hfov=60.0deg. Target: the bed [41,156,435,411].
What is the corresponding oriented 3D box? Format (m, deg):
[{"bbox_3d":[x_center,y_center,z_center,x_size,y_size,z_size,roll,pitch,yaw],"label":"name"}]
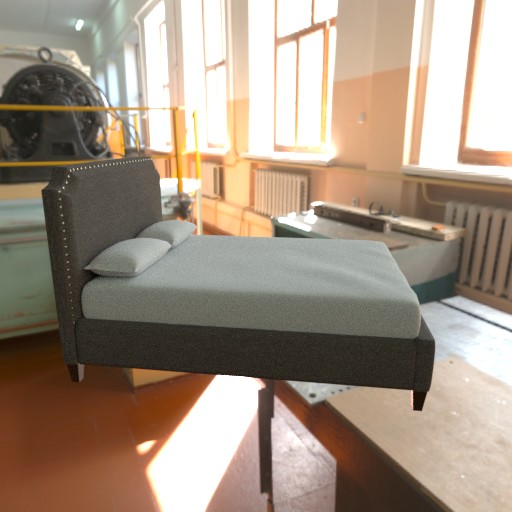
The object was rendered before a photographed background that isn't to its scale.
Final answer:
[{"bbox_3d":[0.000,0.000,3.481,2.381,1.457,1.713,2,15,8],"label":"bed"}]
